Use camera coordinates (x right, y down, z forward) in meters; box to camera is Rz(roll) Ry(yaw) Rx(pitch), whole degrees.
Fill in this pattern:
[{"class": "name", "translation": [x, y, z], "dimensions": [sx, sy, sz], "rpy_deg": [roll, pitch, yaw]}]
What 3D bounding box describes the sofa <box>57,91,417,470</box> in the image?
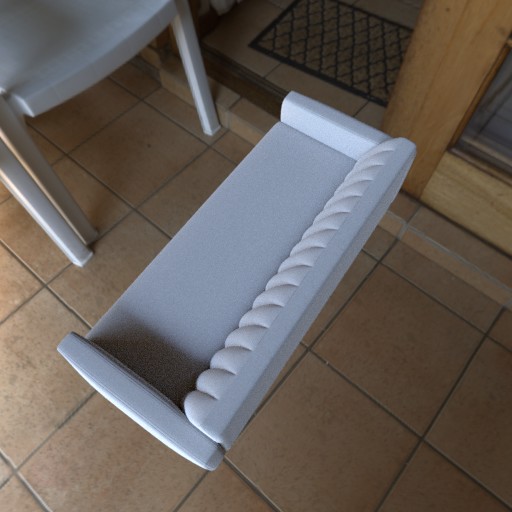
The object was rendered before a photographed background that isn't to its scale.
[{"class": "sofa", "translation": [0.000, 0.000, 2.734], "dimensions": [0.990, 0.821, 2.291], "rpy_deg": [31, 66, 15]}]
